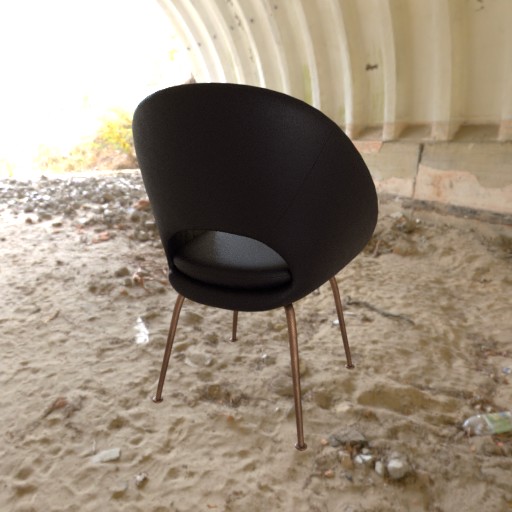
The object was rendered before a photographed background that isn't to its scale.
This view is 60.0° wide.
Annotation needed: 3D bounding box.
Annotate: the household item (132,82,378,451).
[{"bbox_3d":[0.000,0.000,1.237,0.623,0.852,0.573,7,17,26],"label":"household item"}]
